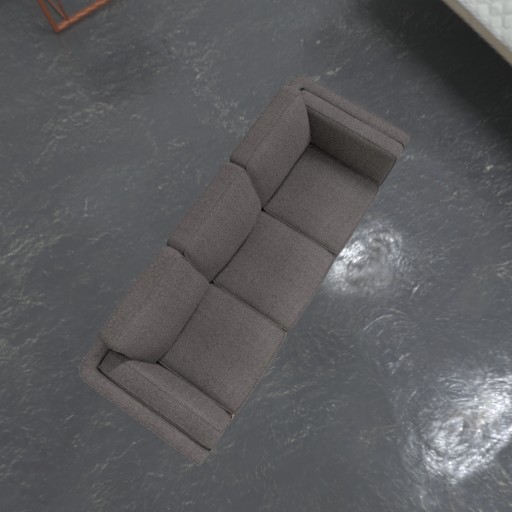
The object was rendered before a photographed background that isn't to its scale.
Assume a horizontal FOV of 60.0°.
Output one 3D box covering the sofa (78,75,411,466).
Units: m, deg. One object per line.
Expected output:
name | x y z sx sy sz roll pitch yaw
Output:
sofa | 0.000 0.000 2.869 0.903 0.899 2.362 33 78 8
